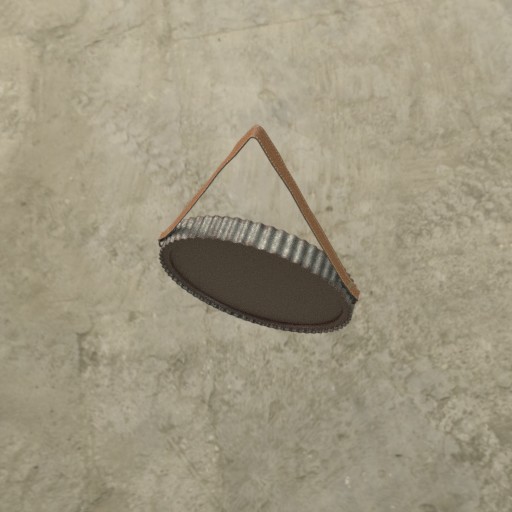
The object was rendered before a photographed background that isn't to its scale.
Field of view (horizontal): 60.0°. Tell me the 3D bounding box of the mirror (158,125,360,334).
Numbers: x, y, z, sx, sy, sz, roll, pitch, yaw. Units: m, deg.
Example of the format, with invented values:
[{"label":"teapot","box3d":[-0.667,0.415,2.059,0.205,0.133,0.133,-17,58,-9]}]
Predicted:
[{"label":"mirror","box3d":[0.000,0.000,0.703,0.355,0.568,0.042,16,65,8]}]
